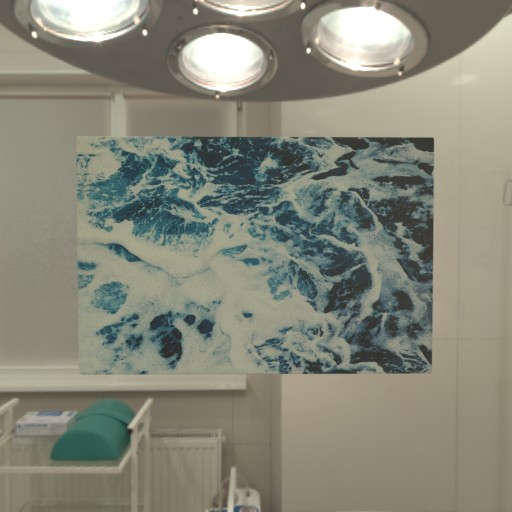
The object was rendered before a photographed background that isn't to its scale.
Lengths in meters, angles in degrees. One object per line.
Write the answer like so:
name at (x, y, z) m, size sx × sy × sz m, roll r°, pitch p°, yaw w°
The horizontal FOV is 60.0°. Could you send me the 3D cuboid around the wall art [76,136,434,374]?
wall art at (0.000, 0.000, 0.779) m, size 0.609 × 0.407 × 0.043 m, roll 0°, pitch 1°, yaw -1°
